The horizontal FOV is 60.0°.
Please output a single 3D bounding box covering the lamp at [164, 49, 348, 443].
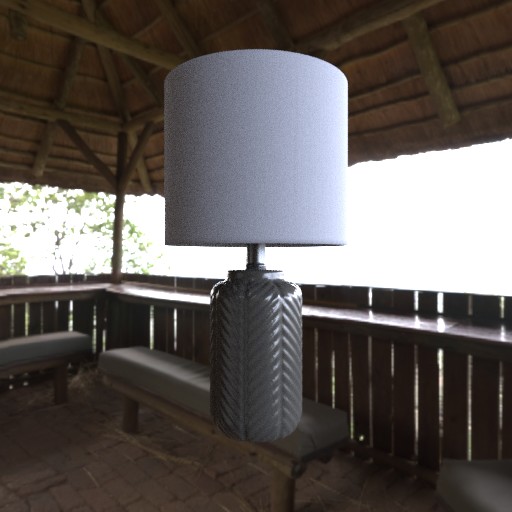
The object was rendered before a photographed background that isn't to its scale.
[{"bbox_3d":[0.000,0.000,0.502,0.203,0.389,0.203,0,0,-20],"label":"lamp"}]
